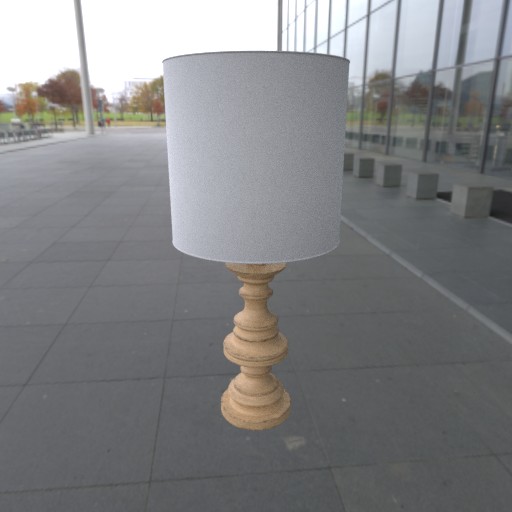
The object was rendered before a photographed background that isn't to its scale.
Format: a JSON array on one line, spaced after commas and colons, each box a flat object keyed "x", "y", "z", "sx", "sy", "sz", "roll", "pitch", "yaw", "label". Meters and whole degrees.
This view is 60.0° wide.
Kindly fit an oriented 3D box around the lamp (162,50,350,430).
[{"x": 0.000, "y": 0.000, "z": 0.569, "sx": 0.208, "sy": 0.455, "sz": 0.208, "roll": 3, "pitch": 18, "yaw": 8, "label": "lamp"}]
